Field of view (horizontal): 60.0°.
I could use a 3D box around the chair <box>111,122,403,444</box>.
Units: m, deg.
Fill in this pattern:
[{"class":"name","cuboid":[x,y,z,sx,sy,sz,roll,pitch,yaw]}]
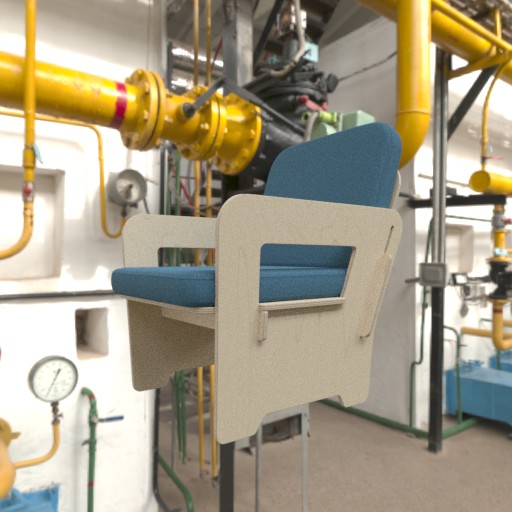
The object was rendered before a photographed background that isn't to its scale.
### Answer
[{"class":"chair","cuboid":[0.000,0.000,1.199,0.657,0.747,0.547,0,0,-37]}]
